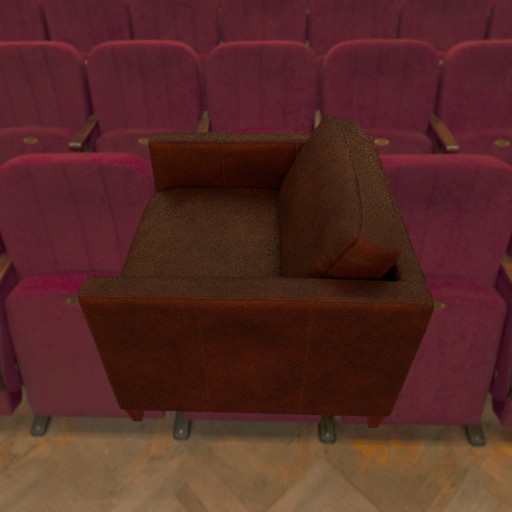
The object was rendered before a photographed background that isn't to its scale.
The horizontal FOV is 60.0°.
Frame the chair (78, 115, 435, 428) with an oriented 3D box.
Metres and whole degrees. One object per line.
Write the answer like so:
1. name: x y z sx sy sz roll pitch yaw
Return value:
1. chair: 0.000 0.000 1.708 0.975 0.864 0.990 1 41 1
